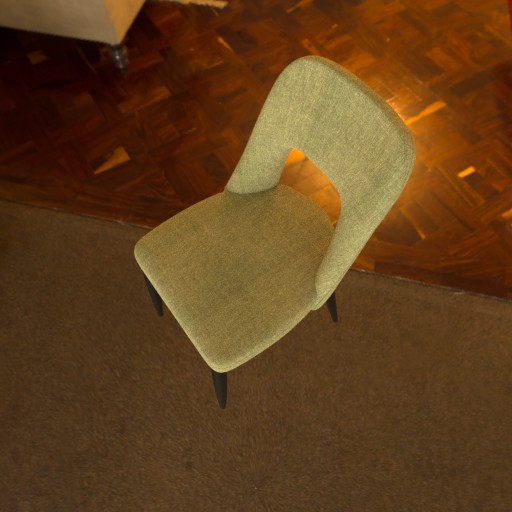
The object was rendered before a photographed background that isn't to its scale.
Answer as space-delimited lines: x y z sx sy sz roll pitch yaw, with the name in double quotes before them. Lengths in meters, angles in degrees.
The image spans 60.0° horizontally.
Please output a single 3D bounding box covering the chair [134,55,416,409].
"chair" 0.000 0.000 1.279 0.612 0.931 0.470 -33 67 -16
